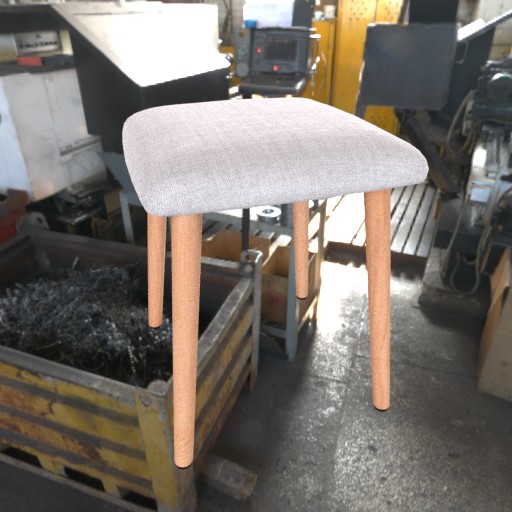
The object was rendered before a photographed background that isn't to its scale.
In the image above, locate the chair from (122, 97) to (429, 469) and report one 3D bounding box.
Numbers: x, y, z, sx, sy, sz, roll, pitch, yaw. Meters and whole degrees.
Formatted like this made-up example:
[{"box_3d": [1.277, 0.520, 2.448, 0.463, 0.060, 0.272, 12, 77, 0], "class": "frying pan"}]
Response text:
[{"box_3d": [0.000, 0.000, 0.696, 0.350, 0.440, 0.350, -9, 31, -16], "class": "chair"}]
